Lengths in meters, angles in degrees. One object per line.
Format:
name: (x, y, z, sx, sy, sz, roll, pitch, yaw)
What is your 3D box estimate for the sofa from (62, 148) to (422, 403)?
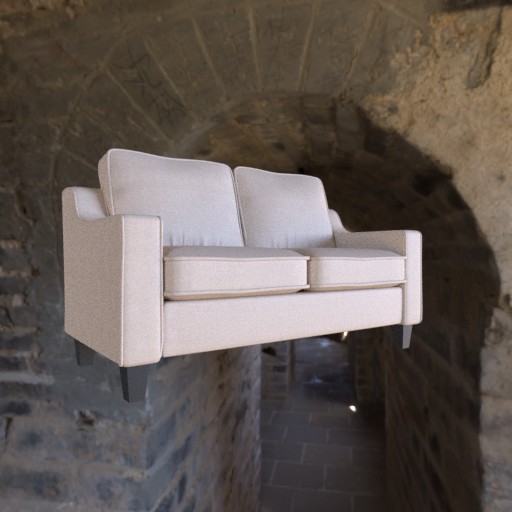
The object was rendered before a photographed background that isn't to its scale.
sofa: (0.000, 0.000, 3.496, 2.587, 1.562, 1.351, 0, 0, -36)
